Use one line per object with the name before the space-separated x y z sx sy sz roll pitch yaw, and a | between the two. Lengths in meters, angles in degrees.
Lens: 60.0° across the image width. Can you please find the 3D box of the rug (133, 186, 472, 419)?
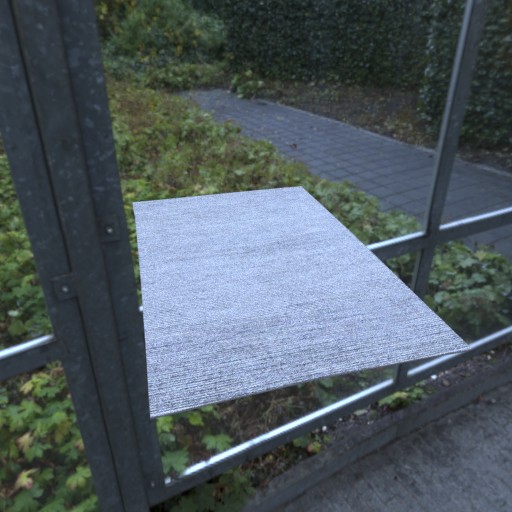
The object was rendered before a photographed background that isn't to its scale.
rug | 0.000 0.000 2.233 1.159 0.021 1.789 -8 30 -13
